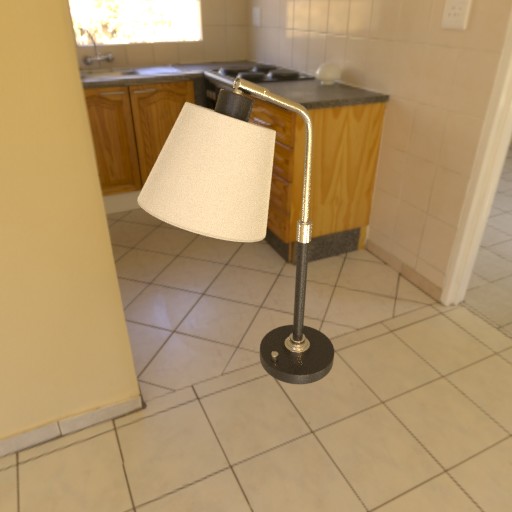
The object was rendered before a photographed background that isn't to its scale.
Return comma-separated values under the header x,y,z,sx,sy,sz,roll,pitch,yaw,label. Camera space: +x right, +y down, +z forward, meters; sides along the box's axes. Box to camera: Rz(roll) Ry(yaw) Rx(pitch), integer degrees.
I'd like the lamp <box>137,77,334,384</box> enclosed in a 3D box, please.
x,y,z,sx,sy,sz,roll,pitch,yaw,label
0.000,0.000,0.707,0.348,0.539,0.181,-20,36,-30,lamp
